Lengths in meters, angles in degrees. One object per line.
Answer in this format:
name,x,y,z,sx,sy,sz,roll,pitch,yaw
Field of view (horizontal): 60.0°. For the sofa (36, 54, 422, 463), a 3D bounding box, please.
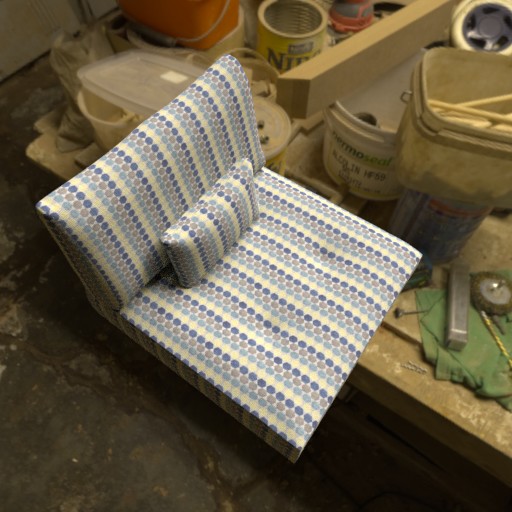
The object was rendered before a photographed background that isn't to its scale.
sofa,0.000,0.000,1.642,1.000,0.830,0.930,32,63,18
